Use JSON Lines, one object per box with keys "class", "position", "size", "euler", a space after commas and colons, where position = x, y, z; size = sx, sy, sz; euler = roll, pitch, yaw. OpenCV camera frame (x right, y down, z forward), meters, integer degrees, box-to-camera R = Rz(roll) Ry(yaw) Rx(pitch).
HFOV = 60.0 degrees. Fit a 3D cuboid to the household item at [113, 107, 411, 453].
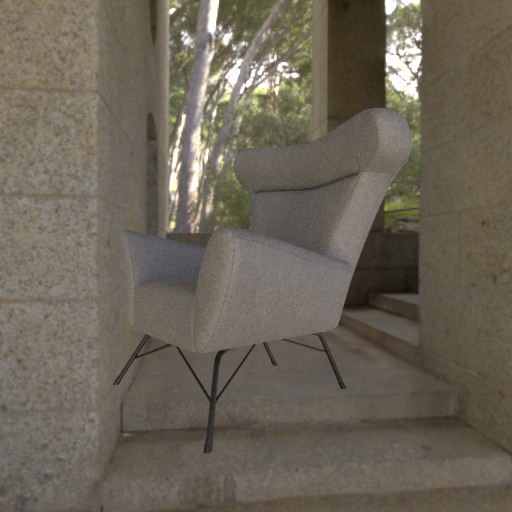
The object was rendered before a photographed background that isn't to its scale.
{"class": "household item", "position": [0.000, 0.000, 1.760], "size": [0.900, 1.050, 0.980], "euler": [-1, 1, -36]}
